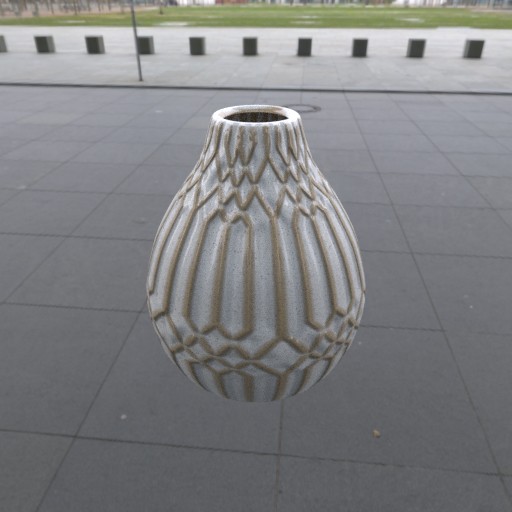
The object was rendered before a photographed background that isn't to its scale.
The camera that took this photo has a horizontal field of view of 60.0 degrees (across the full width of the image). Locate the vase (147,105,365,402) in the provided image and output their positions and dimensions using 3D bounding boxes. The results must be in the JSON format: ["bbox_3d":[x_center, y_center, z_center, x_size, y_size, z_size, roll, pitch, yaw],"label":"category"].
[{"bbox_3d":[0.000,0.000,0.319,0.159,0.200,0.159,0,30,0],"label":"vase"}]
